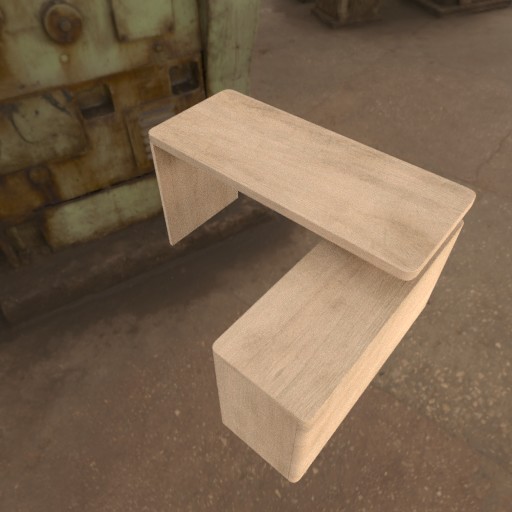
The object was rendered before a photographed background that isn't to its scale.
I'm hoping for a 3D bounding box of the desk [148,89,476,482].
[{"bbox_3d":[0.000,0.000,2.095,1.400,0.770,1.175,32,55,26],"label":"desk"}]
